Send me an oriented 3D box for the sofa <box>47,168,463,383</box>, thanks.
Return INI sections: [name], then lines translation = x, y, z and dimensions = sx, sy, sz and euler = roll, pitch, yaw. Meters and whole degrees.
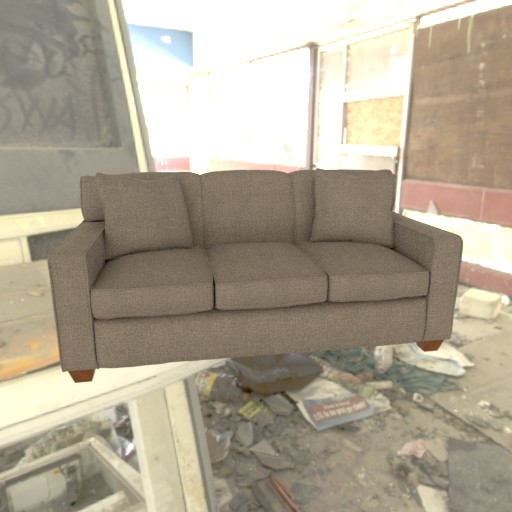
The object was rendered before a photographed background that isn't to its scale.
[sofa]
translation = 0.000, 0.000, 2.562
dimensions = 2.024, 0.958, 0.997
euler = -3, 15, -10
